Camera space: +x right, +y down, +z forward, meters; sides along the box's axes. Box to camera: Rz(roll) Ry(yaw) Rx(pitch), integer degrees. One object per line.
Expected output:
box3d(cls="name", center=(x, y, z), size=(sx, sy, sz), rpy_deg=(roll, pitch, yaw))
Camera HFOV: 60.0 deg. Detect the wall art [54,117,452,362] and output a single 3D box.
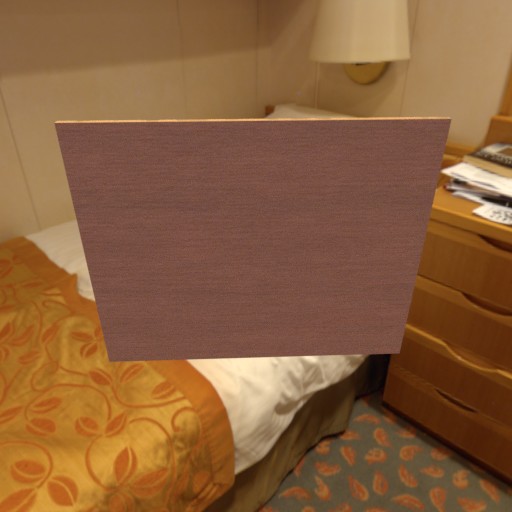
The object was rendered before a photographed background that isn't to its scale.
box3d(cls="wall art", center=(0.000, 0.000, 0.675), size=(0.508, 0.408, 0.010), rpy_deg=(-1, 31, -2))
